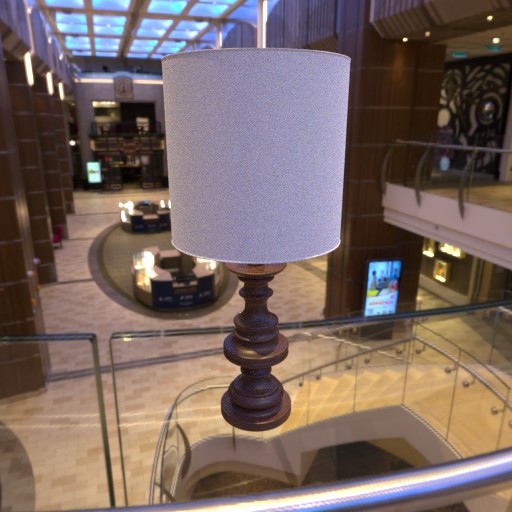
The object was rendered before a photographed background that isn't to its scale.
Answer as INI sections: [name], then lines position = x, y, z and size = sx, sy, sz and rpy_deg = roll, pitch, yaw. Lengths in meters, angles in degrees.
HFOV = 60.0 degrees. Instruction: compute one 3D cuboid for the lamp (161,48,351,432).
[lamp]
position = 0.000, 0.000, 0.564
size = 0.208, 0.455, 0.208
rpy_deg = 8, 19, 24
